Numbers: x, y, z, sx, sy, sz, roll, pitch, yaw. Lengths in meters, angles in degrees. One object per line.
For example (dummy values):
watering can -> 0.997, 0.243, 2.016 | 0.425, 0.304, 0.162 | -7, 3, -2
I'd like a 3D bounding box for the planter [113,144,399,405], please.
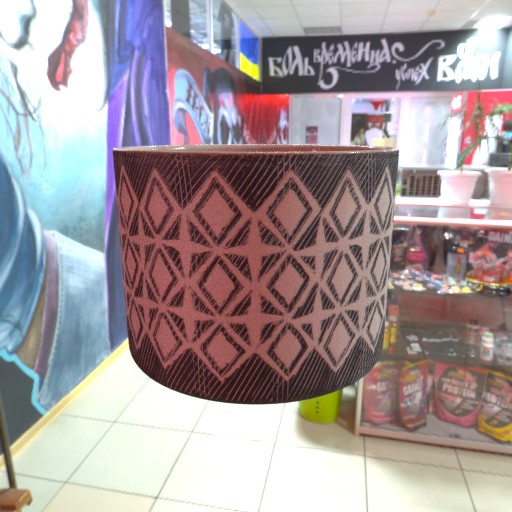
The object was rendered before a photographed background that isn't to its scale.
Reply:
planter -> 0.000, 0.000, 0.218 | 0.126, 0.104, 0.126 | 0, 15, 0
